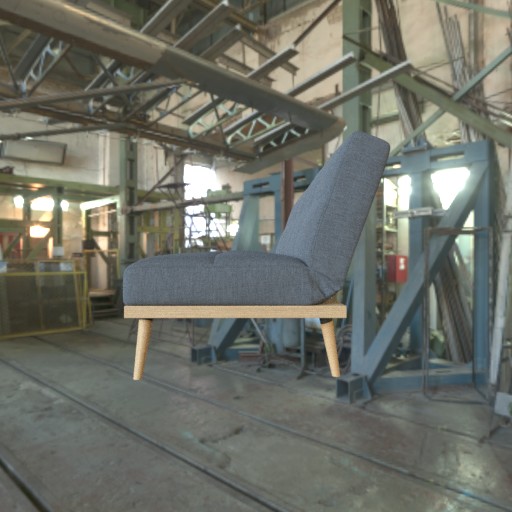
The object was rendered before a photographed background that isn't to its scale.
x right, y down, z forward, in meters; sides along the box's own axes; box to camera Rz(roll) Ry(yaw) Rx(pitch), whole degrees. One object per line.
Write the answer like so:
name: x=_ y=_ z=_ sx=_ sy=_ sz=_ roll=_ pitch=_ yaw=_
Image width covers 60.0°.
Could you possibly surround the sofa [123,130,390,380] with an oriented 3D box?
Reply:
sofa: x=0.000 y=0.000 z=2.223 sx=0.820 sy=0.770 sz=1.820 roll=0 pitch=0 yaw=0
